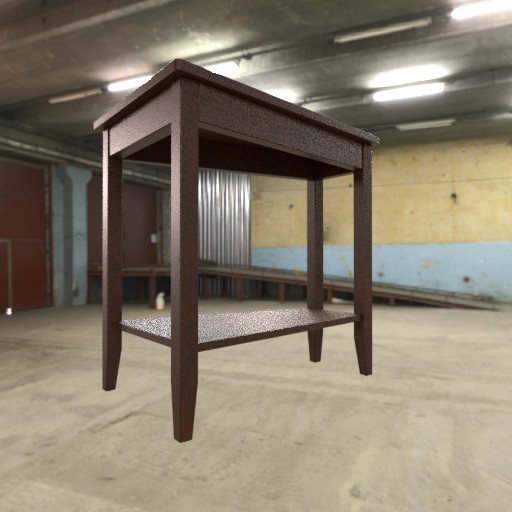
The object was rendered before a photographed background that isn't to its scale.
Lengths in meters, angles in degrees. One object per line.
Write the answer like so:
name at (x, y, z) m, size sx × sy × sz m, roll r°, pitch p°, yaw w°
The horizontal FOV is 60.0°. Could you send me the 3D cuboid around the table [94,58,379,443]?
table at (0.000, 0.000, 1.004) m, size 0.605 × 0.589 × 0.399 m, roll 0°, pitch -1°, yaw -37°
